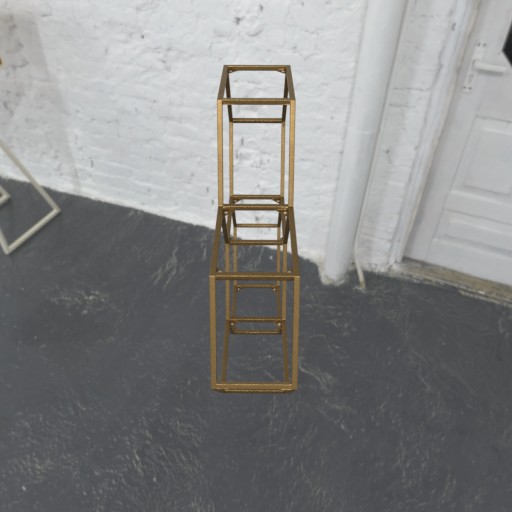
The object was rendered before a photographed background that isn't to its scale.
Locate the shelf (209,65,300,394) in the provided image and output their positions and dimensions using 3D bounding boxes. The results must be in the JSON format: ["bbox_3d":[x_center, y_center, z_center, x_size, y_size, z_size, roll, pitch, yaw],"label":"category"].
[{"bbox_3d":[0.000,0.000,1.037,0.150,0.701,0.708,0,41,0],"label":"shelf"}]
